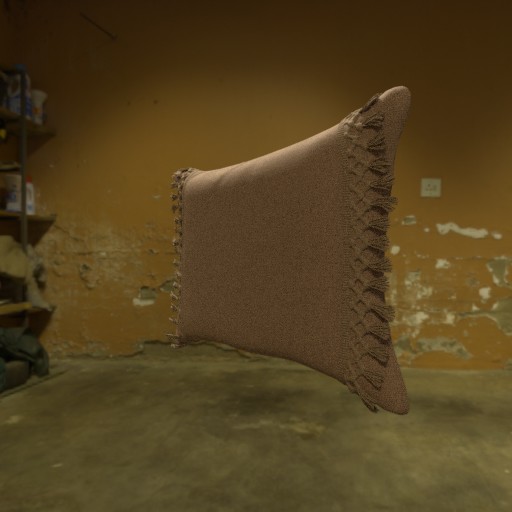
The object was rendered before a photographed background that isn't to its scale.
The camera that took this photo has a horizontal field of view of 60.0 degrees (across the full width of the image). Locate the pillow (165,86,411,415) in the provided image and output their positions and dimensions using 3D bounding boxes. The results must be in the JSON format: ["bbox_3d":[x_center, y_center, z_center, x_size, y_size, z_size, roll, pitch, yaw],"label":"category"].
[{"bbox_3d":[0.000,0.000,0.580,0.084,0.305,0.466,1,-1,-36],"label":"pillow"}]
